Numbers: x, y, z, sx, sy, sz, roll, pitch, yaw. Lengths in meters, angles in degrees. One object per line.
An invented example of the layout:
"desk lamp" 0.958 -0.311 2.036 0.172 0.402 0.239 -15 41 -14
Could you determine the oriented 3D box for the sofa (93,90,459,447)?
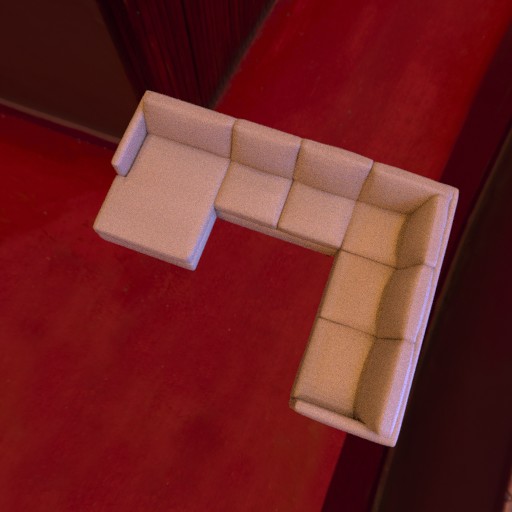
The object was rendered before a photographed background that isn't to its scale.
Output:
"sofa" 0.000 0.000 4.514 3.460 0.961 2.594 19 75 5
